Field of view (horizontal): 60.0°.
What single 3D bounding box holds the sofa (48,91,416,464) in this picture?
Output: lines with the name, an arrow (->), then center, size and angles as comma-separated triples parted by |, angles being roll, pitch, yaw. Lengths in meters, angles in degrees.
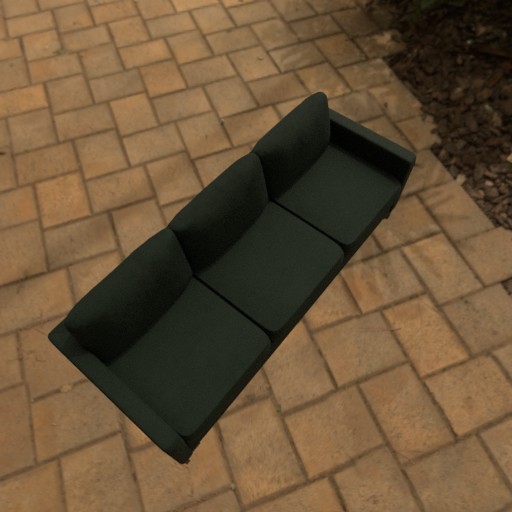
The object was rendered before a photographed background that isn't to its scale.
sofa -> 0.000, 0.000, 2.651 | 0.859, 0.870, 2.218 | 35, 65, 19
